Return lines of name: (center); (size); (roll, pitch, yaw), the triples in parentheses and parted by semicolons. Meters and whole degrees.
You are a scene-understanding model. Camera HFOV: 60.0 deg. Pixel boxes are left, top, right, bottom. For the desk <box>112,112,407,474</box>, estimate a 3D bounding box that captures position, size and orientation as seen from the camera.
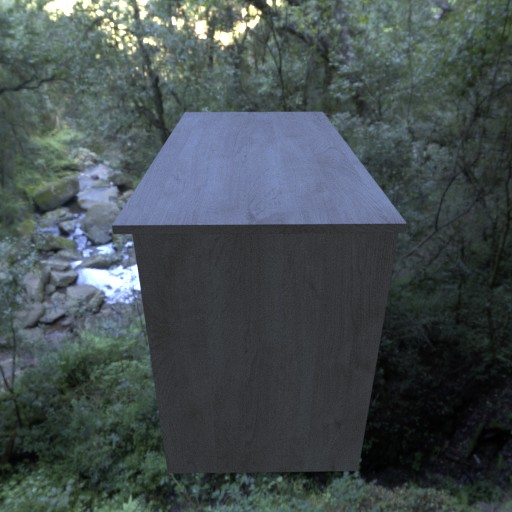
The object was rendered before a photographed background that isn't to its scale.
desk: (0.000, 0.000, 1.497); (0.560, 0.735, 1.097); (0, 29, -1)
